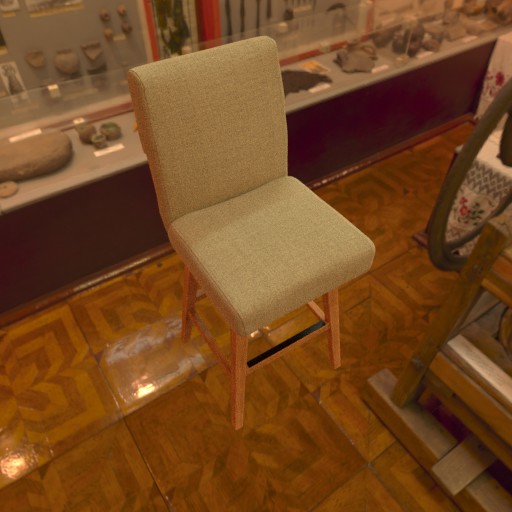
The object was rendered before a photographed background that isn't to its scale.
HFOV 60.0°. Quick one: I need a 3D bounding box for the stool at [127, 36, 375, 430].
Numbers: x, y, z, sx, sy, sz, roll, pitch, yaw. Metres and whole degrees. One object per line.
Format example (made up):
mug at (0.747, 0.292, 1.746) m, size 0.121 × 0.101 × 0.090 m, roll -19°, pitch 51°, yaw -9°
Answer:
stool at (0.000, 0.000, 1.407) m, size 0.483 × 1.106 × 0.569 m, roll -25°, pitch 52°, yaw -21°
